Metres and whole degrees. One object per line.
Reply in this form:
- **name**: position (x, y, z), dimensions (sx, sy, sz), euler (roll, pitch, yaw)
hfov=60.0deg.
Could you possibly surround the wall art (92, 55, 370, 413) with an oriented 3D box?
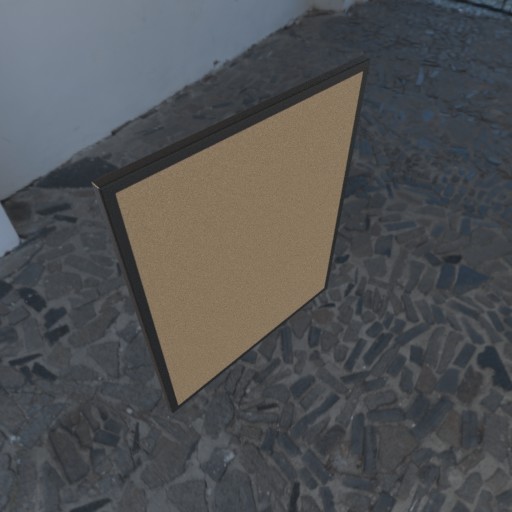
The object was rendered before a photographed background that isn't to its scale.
- **wall art**: position (0.000, 0.000, 0.808), dimensions (0.481, 0.582, 0.018), euler (-34, 56, -28)
